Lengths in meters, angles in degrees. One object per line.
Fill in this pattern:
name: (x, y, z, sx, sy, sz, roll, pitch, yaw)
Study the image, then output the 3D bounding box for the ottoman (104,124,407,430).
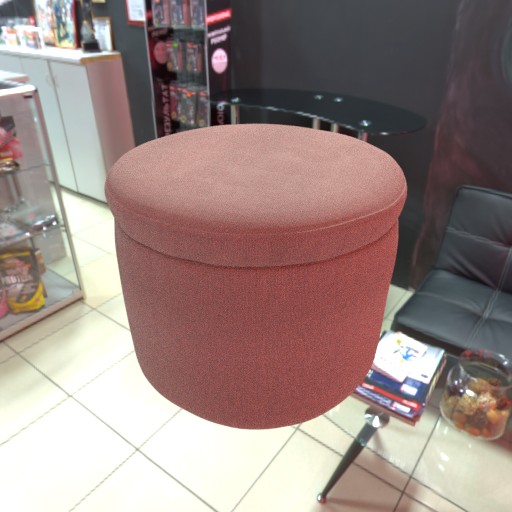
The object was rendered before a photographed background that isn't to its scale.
ottoman: (0.000, 0.000, 0.837, 0.497, 0.409, 0.497, 0, 31, 0)
